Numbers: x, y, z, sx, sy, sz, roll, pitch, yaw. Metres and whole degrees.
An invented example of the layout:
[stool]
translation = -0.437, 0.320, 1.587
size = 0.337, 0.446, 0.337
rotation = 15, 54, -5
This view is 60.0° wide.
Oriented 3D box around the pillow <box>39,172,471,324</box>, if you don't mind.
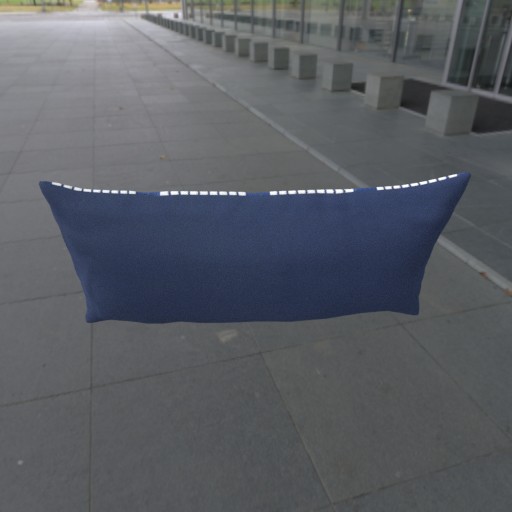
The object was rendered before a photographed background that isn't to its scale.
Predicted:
[pillow]
translation = 0.000, 0.000, 0.716
size = 0.608, 0.292, 0.156
rotation = -1, 30, -2
